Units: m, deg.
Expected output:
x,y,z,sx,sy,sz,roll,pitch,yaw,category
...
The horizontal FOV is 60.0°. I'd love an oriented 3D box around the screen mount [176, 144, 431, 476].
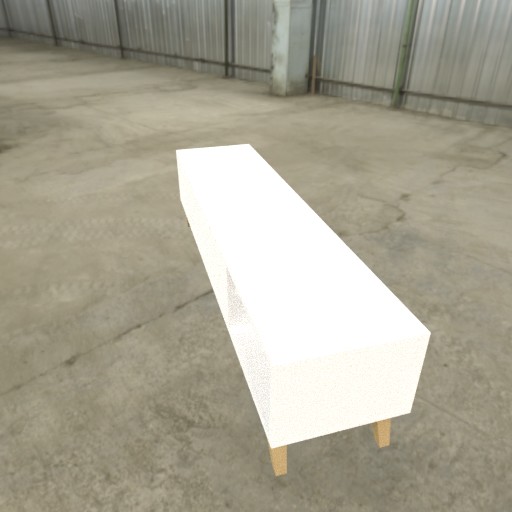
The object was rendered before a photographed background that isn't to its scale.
x,y,z,sx,sy,sz,roll,pitch,yaw,category
0.000,0.000,1.809,0.399,0.432,1.644,-8,31,-14,screen mount
